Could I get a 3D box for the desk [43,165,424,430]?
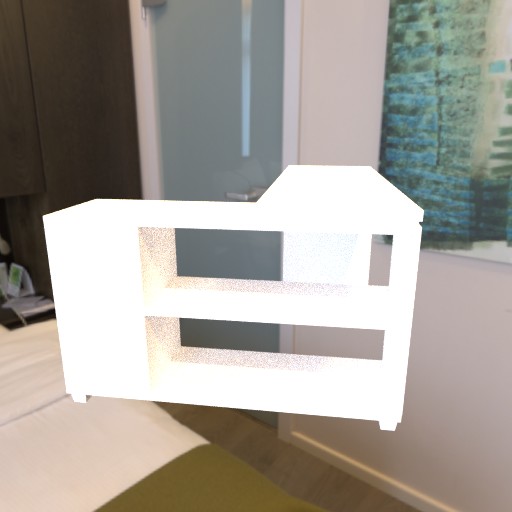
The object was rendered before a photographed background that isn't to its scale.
[{"bbox_3d":[0.000,0.000,2.193,1.199,0.759,1.524,2,16,8],"label":"desk"}]
